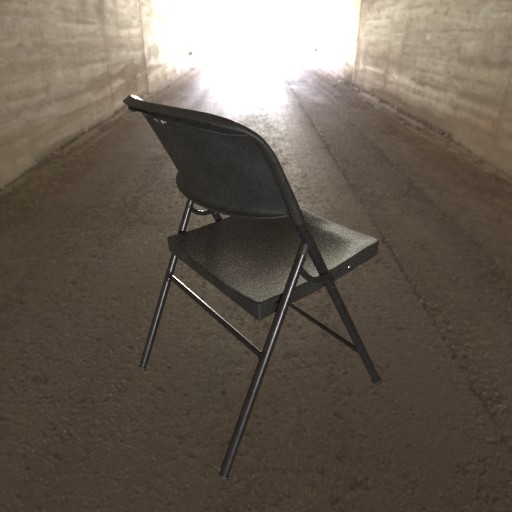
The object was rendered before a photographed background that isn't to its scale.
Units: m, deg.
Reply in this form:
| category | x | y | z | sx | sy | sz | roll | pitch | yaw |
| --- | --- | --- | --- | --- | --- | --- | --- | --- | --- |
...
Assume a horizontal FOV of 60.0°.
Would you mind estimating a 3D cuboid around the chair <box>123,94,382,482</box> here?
| category | x | y | z | sx | sy | sz | roll | pitch | yaw |
| --- | --- | --- | --- | --- | --- | --- | --- | --- | --- |
| chair | 0.000 | 0.000 | 1.153 | 0.566 | 0.810 | 0.494 | -18 | 32 | -32 |
